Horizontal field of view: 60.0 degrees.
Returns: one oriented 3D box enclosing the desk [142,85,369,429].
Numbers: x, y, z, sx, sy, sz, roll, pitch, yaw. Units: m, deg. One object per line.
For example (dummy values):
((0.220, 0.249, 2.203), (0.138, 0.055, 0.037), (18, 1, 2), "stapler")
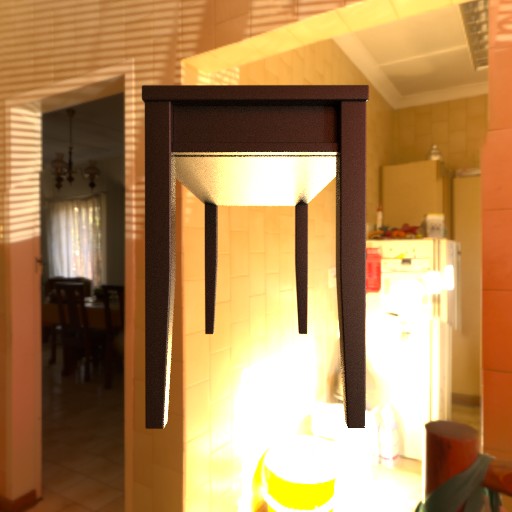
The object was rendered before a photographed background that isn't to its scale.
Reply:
((0.000, 0.000, 1.600), (0.508, 0.775, 1.220), (0, 0, 0), "desk")
